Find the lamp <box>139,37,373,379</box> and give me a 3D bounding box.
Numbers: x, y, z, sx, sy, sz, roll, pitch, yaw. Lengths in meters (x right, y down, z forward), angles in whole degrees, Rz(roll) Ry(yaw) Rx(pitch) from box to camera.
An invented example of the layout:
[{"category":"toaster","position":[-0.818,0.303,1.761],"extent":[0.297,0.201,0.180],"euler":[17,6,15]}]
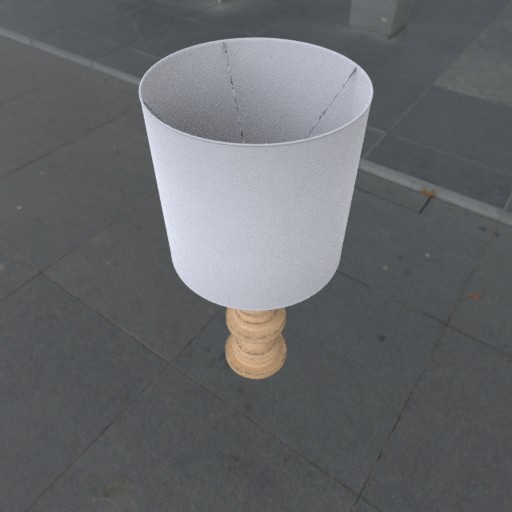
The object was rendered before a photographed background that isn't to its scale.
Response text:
[{"category":"lamp","position":[0.000,0.000,0.565],"extent":[0.208,0.455,0.208],"euler":[-31,54,-26]}]
